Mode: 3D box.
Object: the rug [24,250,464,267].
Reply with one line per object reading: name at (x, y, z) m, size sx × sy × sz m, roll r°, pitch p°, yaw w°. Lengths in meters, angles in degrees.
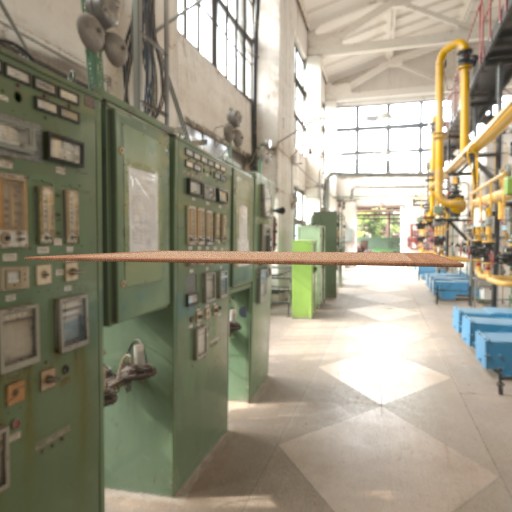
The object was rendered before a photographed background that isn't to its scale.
rug at (0.000, 0.000, 2.326) m, size 1.829 × 0.014 × 1.219 m, roll 1°, pitch 2°, yaw 17°
